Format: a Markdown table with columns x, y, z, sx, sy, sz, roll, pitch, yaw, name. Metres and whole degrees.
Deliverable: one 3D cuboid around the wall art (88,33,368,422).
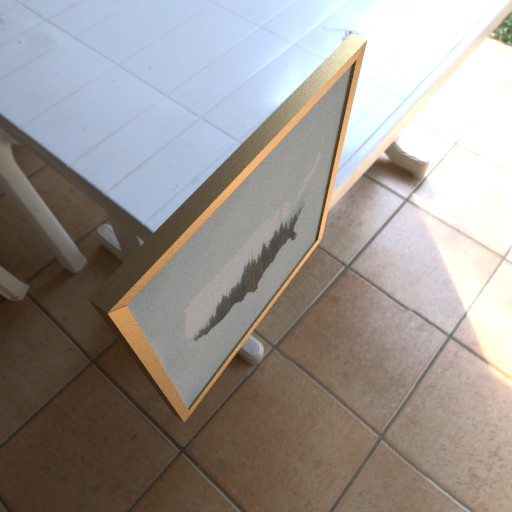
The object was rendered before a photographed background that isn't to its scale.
| x | y | z | sx | sy | sz | roll | pitch | yaw | name |
| --- | --- | --- | --- | --- | --- | --- | --- | --- | --- |
| 0.000 | 0.000 | 1.100 | 0.038 | 0.762 | 0.762 | 31 | 64 | 17 | wall art |
